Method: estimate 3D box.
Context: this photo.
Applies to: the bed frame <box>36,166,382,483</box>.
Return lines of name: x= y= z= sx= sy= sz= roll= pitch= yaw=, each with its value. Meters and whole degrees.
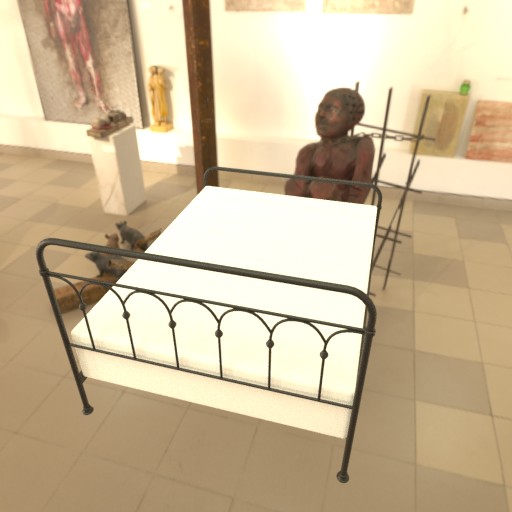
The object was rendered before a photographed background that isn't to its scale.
bed frame: x=0.000 y=0.000 z=3.127 sx=1.664 sy=1.276 sz=2.203 roll=9 pitch=34 yaw=13
